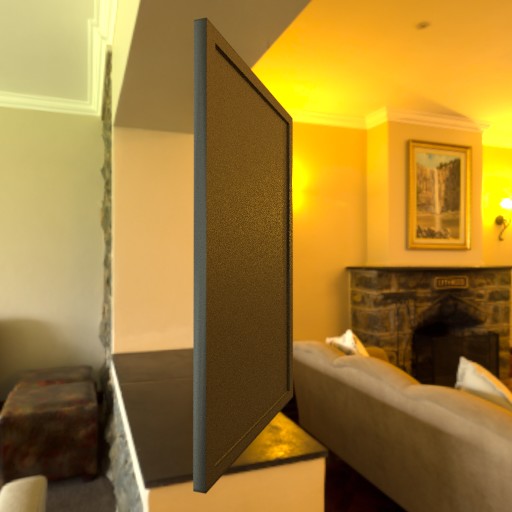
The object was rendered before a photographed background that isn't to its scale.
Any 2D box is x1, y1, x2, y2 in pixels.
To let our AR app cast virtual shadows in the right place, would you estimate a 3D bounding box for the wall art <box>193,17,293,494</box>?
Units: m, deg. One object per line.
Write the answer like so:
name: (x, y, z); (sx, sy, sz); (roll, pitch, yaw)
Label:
wall art: (0.000, 0.000, 0.546); (0.013, 0.431, 0.303); (0, -1, 20)
